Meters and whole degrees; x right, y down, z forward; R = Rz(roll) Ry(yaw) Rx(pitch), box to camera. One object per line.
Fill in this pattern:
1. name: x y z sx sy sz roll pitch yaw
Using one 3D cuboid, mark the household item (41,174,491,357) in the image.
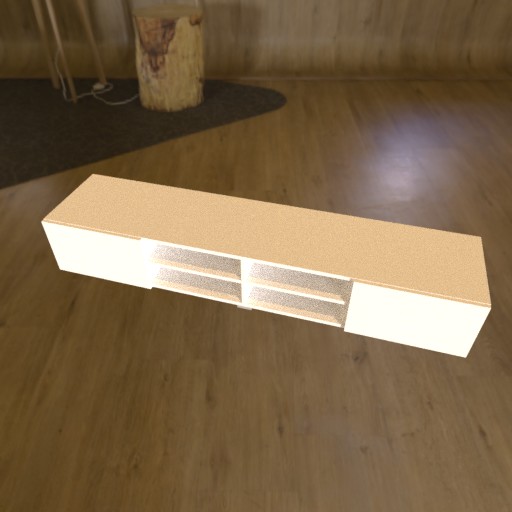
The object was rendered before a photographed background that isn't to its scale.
1. household item: 0.000 0.000 2.010 1.850 0.310 0.420 11 42 12
